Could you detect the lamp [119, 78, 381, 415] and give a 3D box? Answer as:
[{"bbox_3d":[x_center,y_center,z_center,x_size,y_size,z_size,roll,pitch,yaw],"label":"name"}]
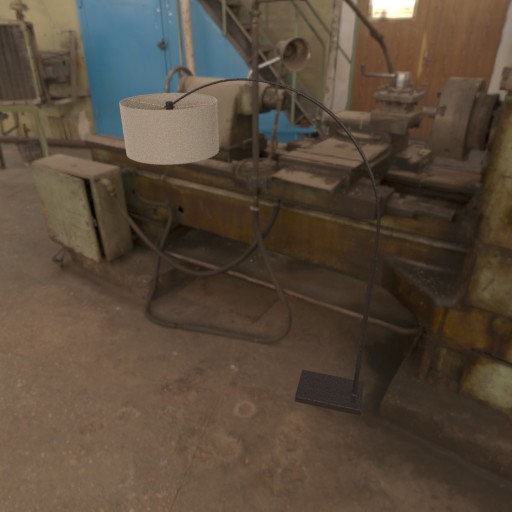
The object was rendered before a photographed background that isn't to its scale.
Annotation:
[{"bbox_3d":[0.000,0.000,2.574,1.424,1.927,0.493,8,30,14],"label":"lamp"}]
